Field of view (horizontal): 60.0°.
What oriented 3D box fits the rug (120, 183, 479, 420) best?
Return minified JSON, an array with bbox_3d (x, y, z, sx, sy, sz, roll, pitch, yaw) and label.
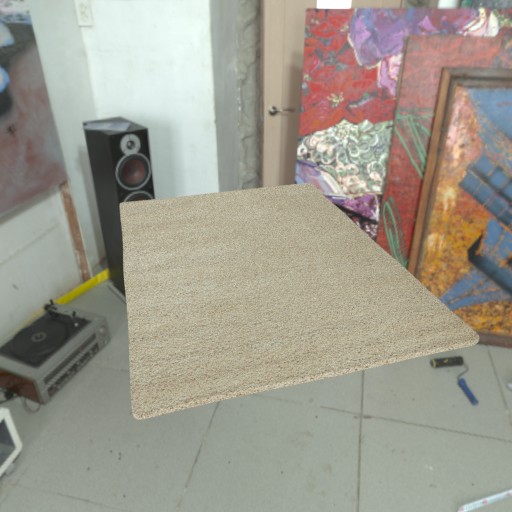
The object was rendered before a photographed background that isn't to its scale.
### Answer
[{"bbox_3d":[0.000,0.000,2.078,1.199,0.025,1.600,-8,31,-14],"label":"rug"}]
